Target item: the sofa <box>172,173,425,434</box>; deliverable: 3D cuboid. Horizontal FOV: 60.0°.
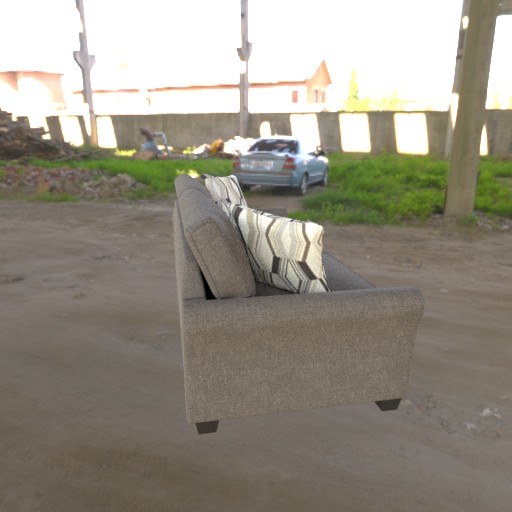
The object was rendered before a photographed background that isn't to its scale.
[{"bbox_3d":[0.000,0.000,2.495,0.889,0.813,2.032,-3,15,-11],"label":"sofa"}]
